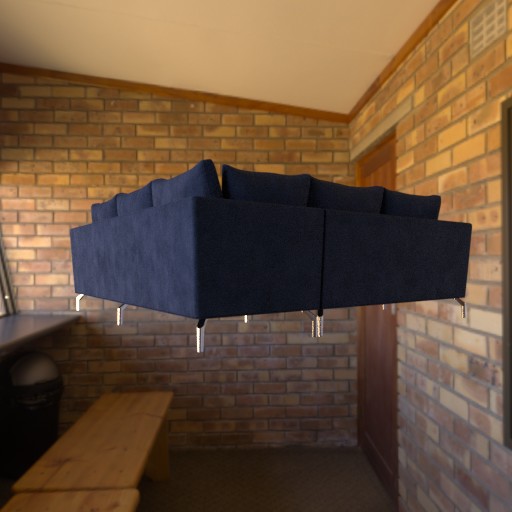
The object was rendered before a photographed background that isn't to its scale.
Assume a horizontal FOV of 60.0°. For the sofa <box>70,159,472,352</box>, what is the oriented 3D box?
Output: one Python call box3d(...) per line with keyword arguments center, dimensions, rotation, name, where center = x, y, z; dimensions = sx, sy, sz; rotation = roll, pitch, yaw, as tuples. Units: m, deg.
box3d(center=(0.000, 0.000, 3.791), dimensions=(2.472, 0.988, 2.463), rotation=(1, -1, -35), name="sofa")
